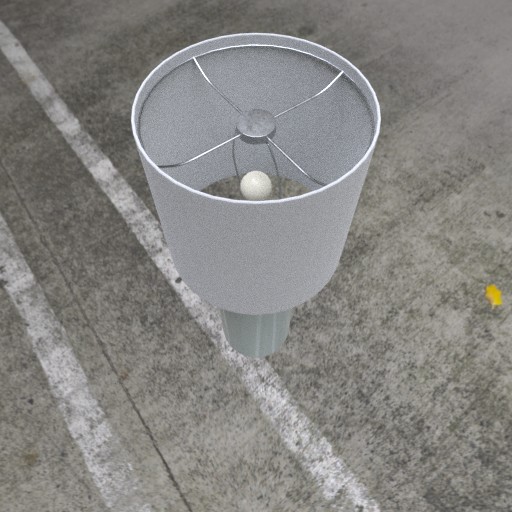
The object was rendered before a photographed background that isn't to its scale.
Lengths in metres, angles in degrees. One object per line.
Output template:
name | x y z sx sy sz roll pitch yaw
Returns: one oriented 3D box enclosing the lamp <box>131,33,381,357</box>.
lamp | 0.000 0.000 0.589 0.212 0.493 0.212 -32 64 -18
